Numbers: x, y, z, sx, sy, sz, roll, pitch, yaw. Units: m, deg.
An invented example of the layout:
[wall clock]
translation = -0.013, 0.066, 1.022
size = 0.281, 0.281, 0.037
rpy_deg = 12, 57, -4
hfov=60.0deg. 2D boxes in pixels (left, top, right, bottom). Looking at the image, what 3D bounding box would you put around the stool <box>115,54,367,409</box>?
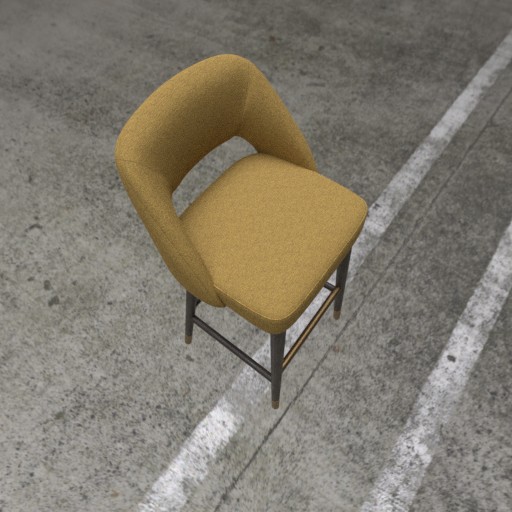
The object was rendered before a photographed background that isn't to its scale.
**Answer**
[stool]
translation = 0.000, 0.000, 1.360
size = 0.522, 1.032, 0.536
rpy_deg = 32, 63, 18
